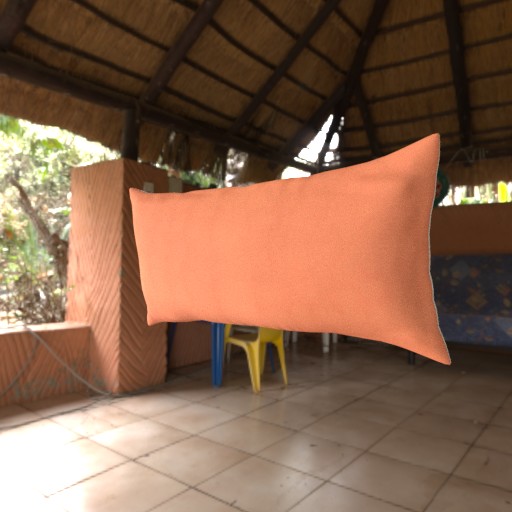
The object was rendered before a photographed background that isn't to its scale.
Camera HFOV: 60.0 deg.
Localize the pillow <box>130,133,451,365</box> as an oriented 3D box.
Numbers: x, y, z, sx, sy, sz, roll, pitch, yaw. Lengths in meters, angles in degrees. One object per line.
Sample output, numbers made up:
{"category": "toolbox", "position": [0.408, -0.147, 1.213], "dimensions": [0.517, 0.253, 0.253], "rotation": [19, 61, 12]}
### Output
{"category": "pillow", "position": [0.000, 0.000, 0.747], "dimensions": [0.608, 0.292, 0.156], "rotation": [-1, -2, 37]}
